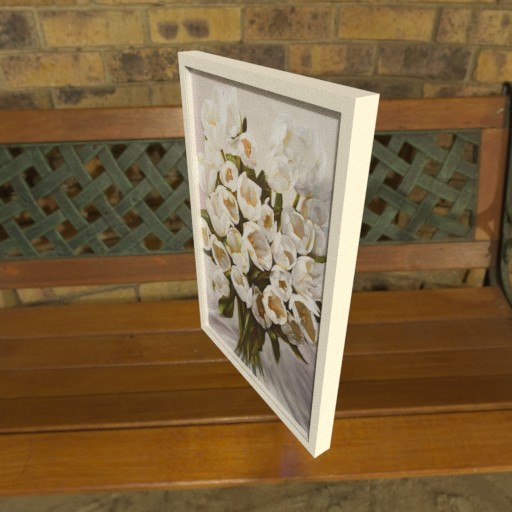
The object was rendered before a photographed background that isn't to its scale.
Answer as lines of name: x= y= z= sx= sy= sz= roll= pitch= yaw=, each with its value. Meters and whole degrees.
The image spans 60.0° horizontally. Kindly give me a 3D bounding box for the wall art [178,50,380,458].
wall art: x=0.000 y=0.000 z=0.833 sx=0.038 sy=0.657 sz=0.450 roll=-20 pitch=37 yaw=-29
